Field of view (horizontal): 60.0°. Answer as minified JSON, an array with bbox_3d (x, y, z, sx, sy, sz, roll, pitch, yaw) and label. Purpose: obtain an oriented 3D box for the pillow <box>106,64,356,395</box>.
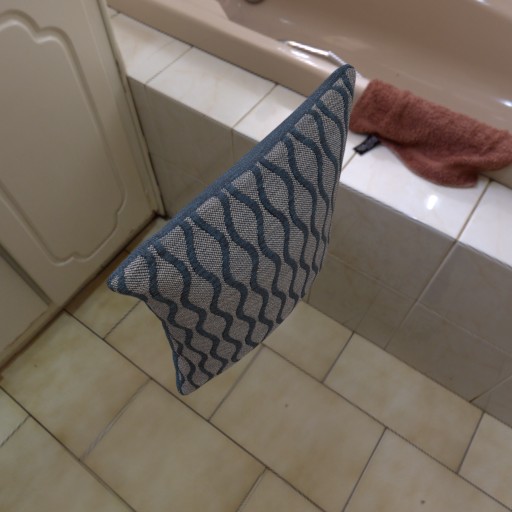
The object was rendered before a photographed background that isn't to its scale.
[{"bbox_3d":[0.000,0.000,0.690,0.159,0.435,0.435,33,64,19],"label":"pillow"}]
